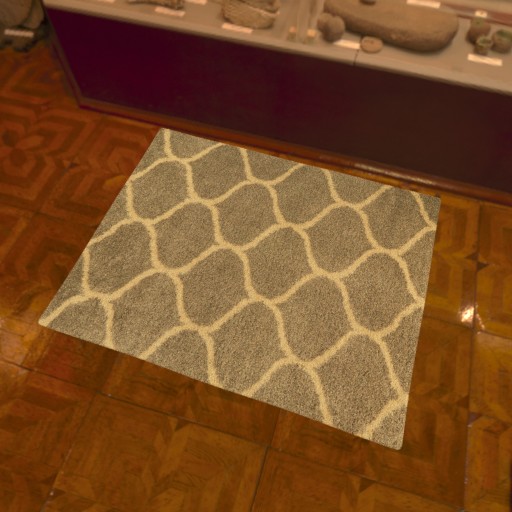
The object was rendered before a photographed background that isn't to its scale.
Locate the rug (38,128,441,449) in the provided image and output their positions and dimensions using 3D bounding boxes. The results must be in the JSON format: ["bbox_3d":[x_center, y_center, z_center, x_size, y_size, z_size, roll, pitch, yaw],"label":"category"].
[{"bbox_3d":[0.000,0.000,3.987,3.000,0.026,2.399,16,61,10],"label":"rug"}]
